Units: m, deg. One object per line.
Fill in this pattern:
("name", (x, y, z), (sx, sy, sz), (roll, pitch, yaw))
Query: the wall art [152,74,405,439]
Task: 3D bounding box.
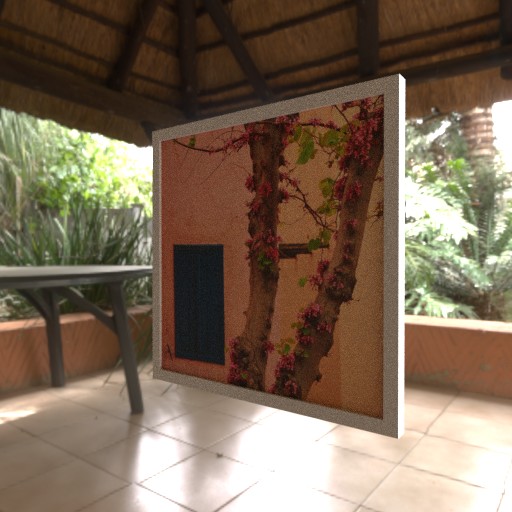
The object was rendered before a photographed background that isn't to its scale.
("wall art", (0.000, 0.000, 1.163), (0.762, 0.762, 0.038), (0, 1, 36))
